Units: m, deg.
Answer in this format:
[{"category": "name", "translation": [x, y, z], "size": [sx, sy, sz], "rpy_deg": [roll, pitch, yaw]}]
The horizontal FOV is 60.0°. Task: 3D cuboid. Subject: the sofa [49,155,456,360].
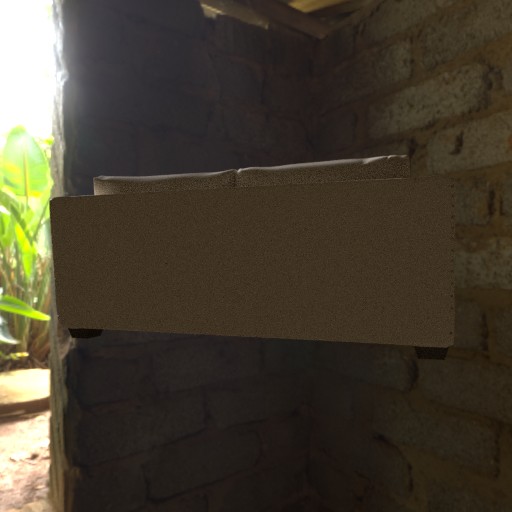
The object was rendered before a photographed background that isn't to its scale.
[{"category": "sofa", "translation": [0.000, 0.000, 2.321], "size": [1.812, 0.830, 0.949], "rpy_deg": [0, -1, 17]}]
